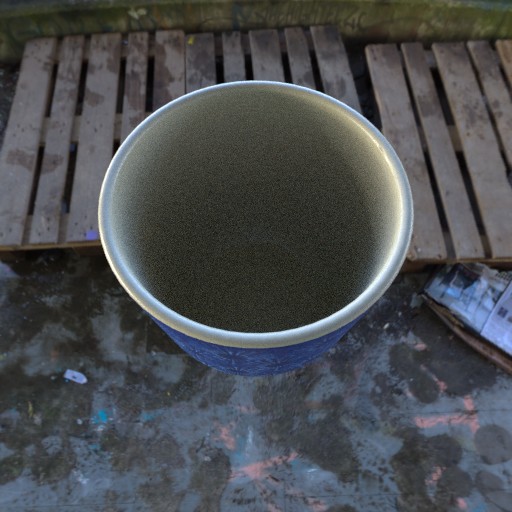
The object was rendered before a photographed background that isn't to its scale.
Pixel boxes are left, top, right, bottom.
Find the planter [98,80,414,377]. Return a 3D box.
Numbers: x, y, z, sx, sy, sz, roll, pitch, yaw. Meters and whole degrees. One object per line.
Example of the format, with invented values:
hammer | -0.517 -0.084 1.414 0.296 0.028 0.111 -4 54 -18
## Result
planter | 0.000 0.000 0.376 0.206 0.190 0.206 0 64 0
